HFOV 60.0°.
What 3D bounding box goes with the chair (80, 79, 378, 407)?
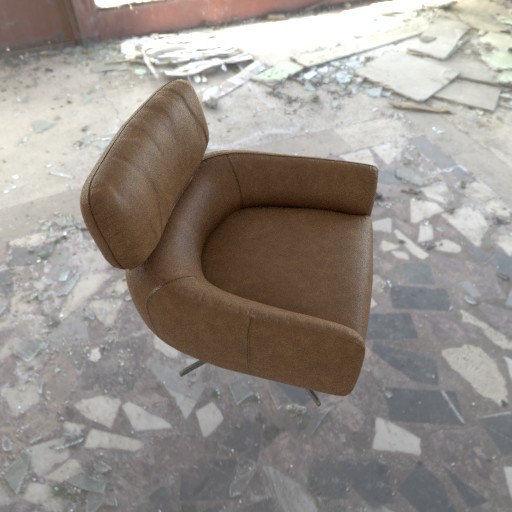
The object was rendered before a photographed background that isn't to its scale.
[{"bbox_3d":[0.000,0.000,1.332,0.715,0.812,0.706,10,48,9],"label":"chair"}]
